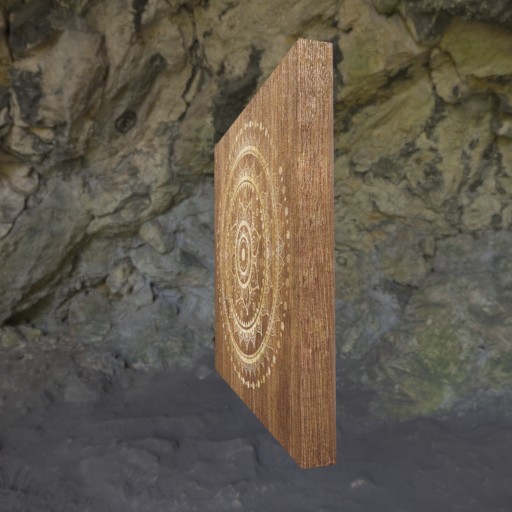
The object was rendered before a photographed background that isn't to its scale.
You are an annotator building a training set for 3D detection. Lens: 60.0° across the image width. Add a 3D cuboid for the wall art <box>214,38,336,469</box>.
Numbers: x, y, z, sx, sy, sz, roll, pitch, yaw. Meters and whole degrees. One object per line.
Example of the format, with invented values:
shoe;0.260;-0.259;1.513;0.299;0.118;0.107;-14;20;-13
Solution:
wall art;0.000;0.000;0.612;0.039;0.403;0.406;0;-1;-17
